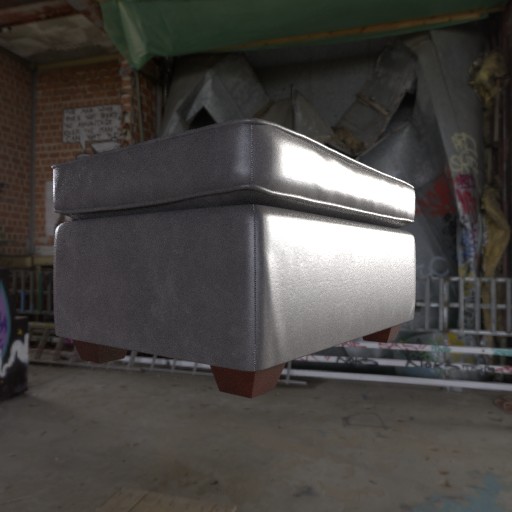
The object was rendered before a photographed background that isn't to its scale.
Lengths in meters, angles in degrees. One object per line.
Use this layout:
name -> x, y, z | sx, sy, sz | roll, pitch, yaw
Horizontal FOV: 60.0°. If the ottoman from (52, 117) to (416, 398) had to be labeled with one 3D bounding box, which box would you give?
ottoman -> 0.000, 0.000, 1.067 | 0.554, 0.445, 0.756 | -1, -1, 36
